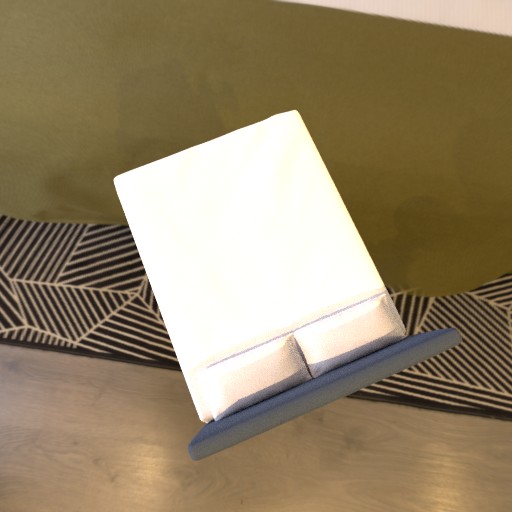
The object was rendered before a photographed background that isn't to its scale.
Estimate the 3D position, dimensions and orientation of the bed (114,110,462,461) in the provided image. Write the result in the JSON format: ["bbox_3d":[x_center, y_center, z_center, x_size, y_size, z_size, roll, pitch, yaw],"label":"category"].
[{"bbox_3d":[0.000,0.000,3.283,1.713,1.330,2.162,-22,77,-5],"label":"bed"}]
